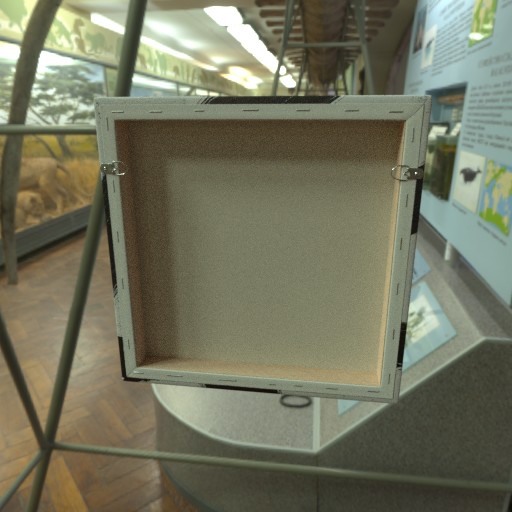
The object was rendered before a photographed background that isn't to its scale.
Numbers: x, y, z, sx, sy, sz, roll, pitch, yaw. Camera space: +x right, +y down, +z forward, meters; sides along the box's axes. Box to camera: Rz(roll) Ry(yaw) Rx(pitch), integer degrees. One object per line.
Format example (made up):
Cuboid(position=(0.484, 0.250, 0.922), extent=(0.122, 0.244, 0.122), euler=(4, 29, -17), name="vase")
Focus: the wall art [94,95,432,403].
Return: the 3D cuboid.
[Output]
Cuboid(position=(0.000, 0.000, 0.750), extent=(0.507, 0.508, 0.050), euler=(2, 17, 8), name="wall art")
